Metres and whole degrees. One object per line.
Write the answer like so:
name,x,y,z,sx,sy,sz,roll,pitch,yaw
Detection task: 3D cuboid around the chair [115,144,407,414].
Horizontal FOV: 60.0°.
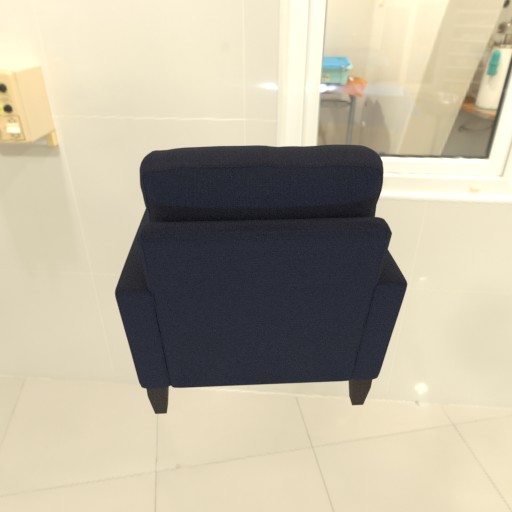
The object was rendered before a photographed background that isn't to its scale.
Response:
chair,0.000,0.000,1.680,0.855,0.991,0.897,-2,30,-3
